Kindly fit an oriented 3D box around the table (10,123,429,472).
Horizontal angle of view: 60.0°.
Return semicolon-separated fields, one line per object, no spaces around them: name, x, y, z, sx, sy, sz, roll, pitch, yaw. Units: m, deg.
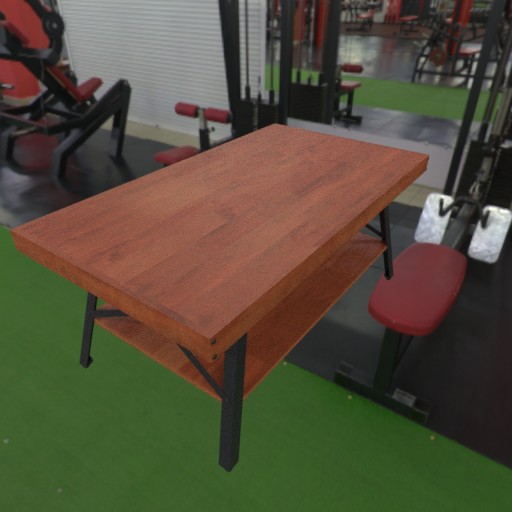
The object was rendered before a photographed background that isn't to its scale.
table;0.000;0.000;1.342;0.610;0.457;1.067;22;38;30
